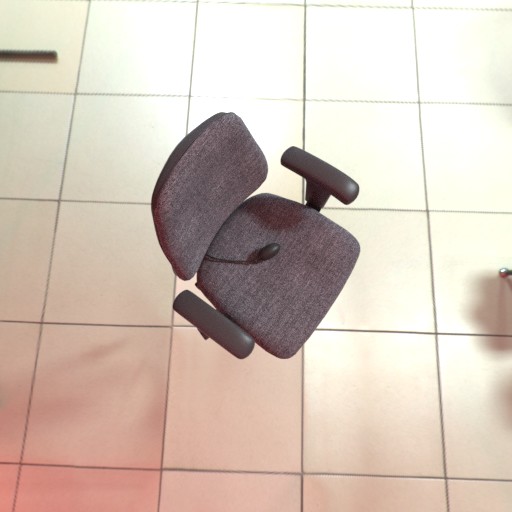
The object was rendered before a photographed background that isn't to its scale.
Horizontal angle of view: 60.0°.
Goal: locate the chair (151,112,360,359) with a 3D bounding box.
[{"bbox_3d":[0.000,0.000,1.247,0.530,0.910,0.550,34,78,8],"label":"chair"}]
